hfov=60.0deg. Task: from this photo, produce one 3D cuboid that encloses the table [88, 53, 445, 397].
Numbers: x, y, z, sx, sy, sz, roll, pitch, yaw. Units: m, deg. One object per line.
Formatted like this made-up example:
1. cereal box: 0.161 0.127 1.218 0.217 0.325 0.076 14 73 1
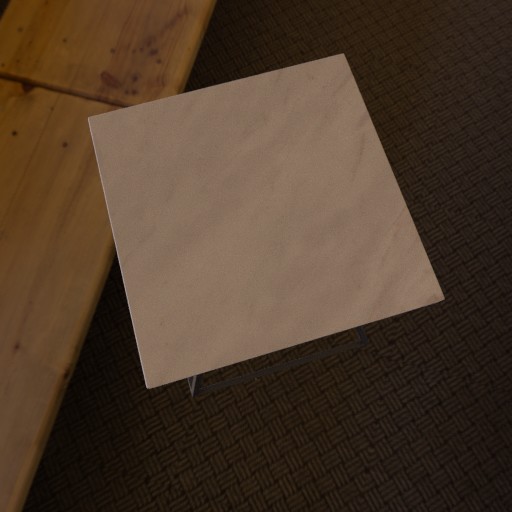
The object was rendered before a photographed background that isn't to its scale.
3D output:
1. table: 0.000 0.000 0.894 0.455 0.559 0.455 -16 75 -4
